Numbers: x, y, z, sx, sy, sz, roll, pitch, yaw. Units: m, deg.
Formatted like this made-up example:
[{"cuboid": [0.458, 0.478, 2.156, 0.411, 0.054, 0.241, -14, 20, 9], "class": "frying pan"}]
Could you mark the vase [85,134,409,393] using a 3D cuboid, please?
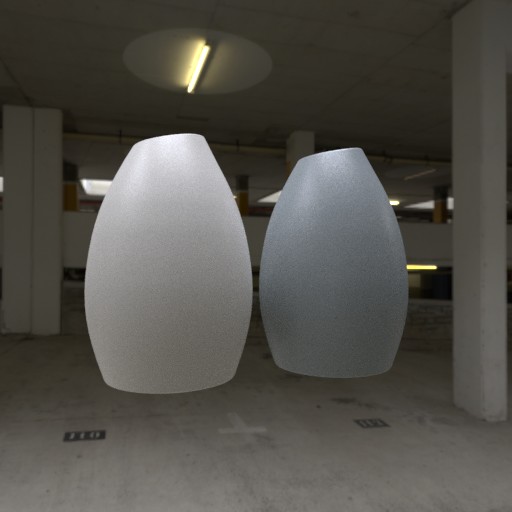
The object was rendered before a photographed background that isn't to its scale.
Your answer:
[{"cuboid": [0.000, 0.000, 0.259, 0.187, 0.131, 0.089, 0, 0, -17], "class": "vase"}]
